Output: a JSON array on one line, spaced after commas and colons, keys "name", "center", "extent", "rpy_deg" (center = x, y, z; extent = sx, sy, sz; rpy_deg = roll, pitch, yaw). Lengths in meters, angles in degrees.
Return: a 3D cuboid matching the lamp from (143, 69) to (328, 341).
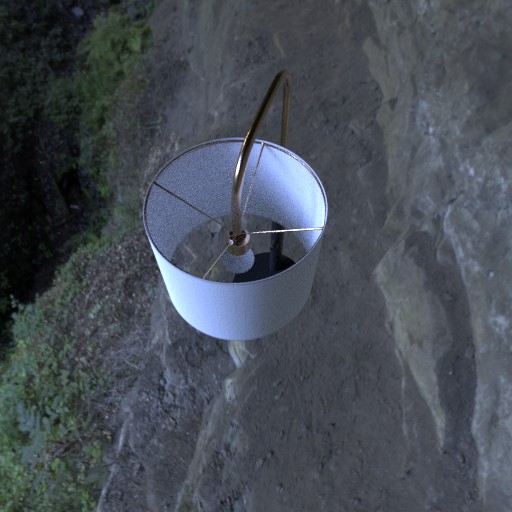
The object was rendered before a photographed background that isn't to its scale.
[{"name": "lamp", "center": [0.000, 0.000, 0.699], "extent": [0.199, 0.540, 0.337], "rpy_deg": [16, 60, 10]}]
